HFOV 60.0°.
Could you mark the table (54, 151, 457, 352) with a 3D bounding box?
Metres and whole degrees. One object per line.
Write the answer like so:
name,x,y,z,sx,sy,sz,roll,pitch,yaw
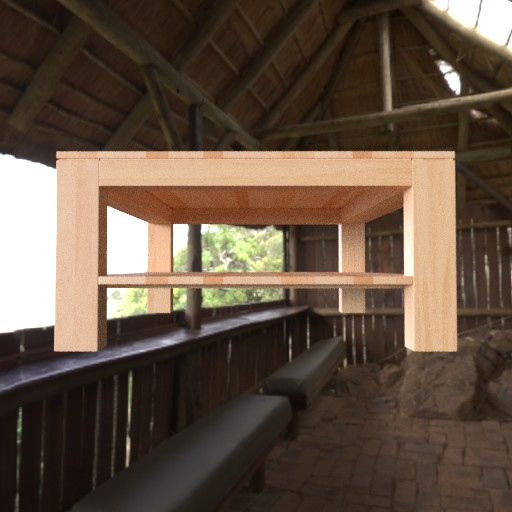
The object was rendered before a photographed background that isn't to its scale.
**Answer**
table,0.000,0.000,1.445,0.900,0.450,0.900,0,-1,0
